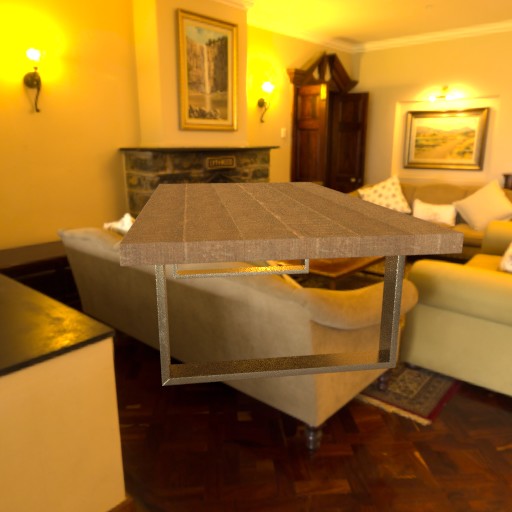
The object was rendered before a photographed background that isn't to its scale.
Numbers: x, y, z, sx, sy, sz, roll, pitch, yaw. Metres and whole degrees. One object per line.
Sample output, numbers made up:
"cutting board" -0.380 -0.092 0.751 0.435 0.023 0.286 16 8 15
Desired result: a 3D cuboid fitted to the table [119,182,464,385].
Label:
"table" 0.000 0.000 1.728 0.800 0.440 1.400 -2 15 -8
